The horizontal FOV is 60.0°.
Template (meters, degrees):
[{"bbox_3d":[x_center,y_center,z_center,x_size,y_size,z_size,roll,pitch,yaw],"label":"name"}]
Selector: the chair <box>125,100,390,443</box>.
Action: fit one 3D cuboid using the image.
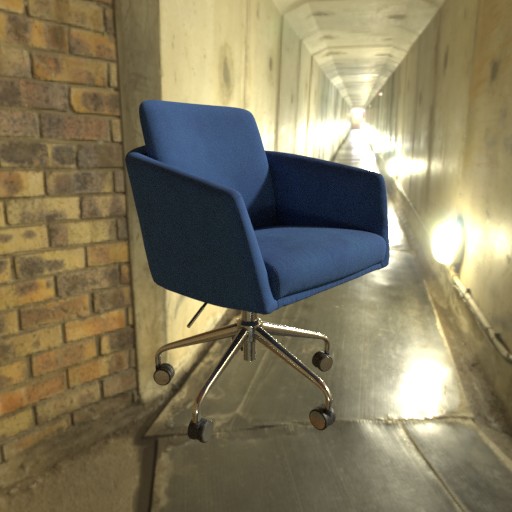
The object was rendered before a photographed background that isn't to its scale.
[{"bbox_3d":[0.000,0.000,1.334,0.635,0.908,0.641,13,18,43],"label":"chair"}]
